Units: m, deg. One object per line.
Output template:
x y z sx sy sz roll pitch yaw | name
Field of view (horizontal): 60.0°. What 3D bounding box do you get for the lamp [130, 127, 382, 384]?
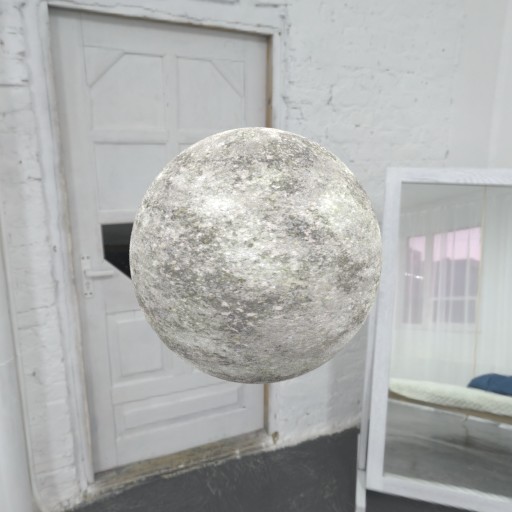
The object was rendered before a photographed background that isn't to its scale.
0.000 0.000 0.768 0.422 0.429 0.422 0 15 0 | lamp
